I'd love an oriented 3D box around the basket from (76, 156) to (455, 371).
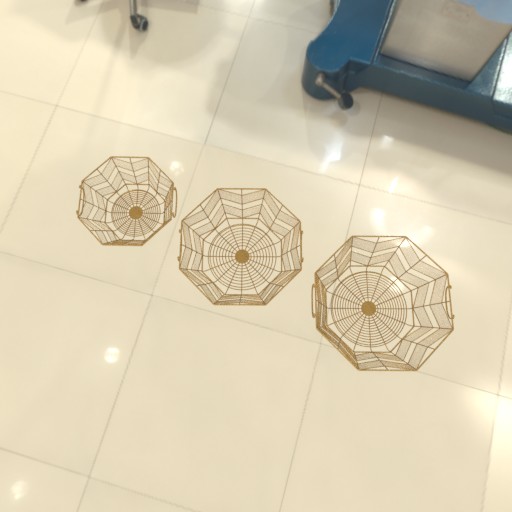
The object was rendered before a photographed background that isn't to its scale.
[{"bbox_3d":[0.000,0.000,1.429,1.245,0.178,0.432,22,77,5],"label":"basket"}]
